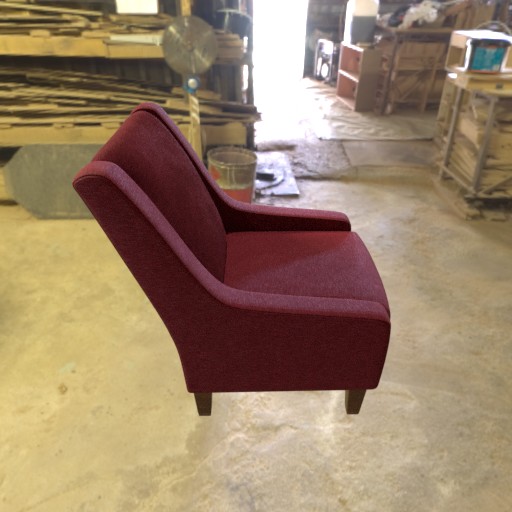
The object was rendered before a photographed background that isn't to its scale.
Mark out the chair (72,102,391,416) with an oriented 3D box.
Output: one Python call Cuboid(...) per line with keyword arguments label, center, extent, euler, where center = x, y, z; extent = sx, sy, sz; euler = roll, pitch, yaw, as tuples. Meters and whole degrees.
Cuboid(label="chair", center=(0.000, 0.000, 1.744), extent=(0.985, 1.017, 0.793), euler=(0, 32, -1))
